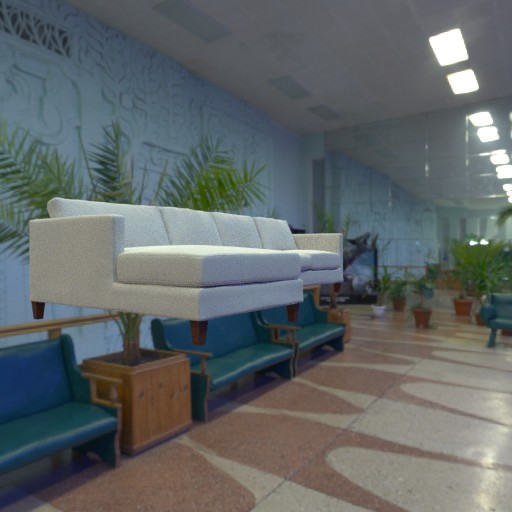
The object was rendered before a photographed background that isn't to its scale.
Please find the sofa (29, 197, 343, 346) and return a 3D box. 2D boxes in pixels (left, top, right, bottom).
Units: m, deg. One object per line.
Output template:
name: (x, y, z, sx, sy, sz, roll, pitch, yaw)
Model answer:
sofa: (0.000, 0.000, 3.889, 1.625, 0.861, 3.186, 0, 0, 35)
